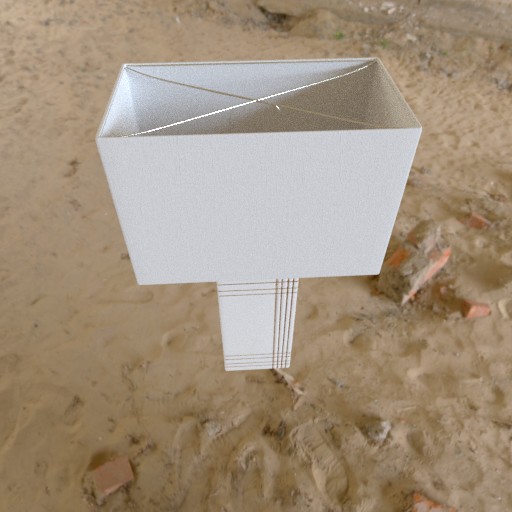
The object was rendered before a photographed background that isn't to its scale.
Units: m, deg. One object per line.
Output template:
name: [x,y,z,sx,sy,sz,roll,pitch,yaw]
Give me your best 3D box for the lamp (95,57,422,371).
lamp: [0.000,0.000,0.705,0.334,0.543,0.182,-2,46,-2]
